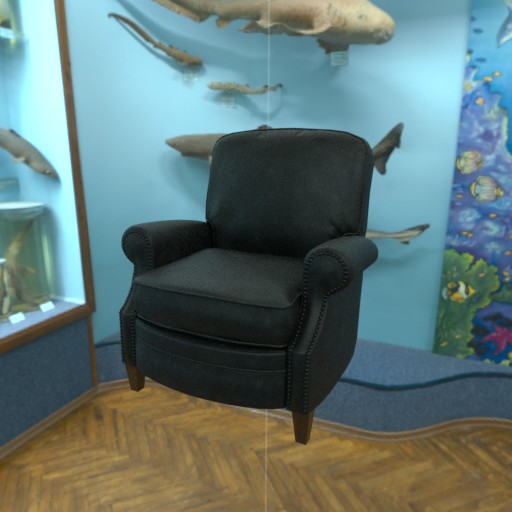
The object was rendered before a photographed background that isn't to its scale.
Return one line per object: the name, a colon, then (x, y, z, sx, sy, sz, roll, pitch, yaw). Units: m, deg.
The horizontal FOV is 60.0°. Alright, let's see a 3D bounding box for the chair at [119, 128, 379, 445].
chair: (0.000, 0.000, 1.808, 0.936, 1.018, 0.986, 7, 16, 26)
